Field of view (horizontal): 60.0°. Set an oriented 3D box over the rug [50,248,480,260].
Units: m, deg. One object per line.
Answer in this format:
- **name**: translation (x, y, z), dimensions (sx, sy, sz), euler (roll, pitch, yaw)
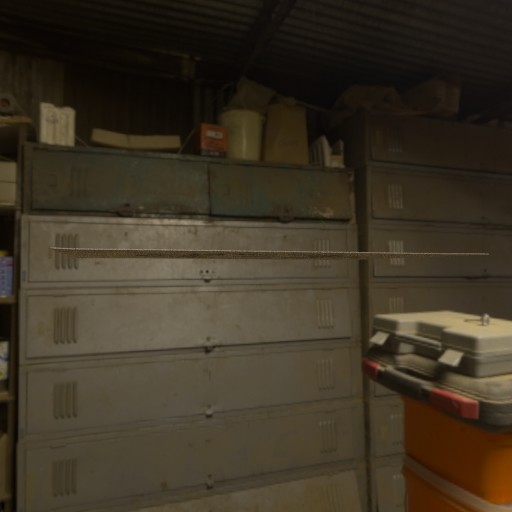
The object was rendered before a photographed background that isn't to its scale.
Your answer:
- **rug**: translation (0.000, 0.000, 2.287), dimensions (1.813, 0.008, 1.223), euler (1, -2, -18)
